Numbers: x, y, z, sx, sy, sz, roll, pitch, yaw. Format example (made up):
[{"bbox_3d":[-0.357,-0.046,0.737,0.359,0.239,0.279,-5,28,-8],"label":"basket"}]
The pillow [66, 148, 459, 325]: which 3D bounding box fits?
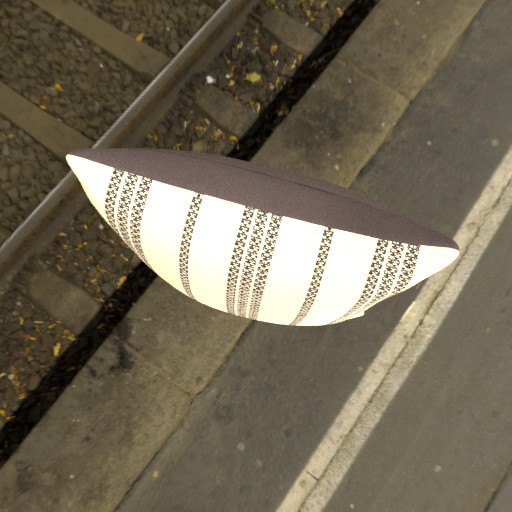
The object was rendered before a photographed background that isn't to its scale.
[{"bbox_3d":[0.000,0.000,0.627,0.405,0.406,0.173,14,75,4],"label":"pillow"}]
